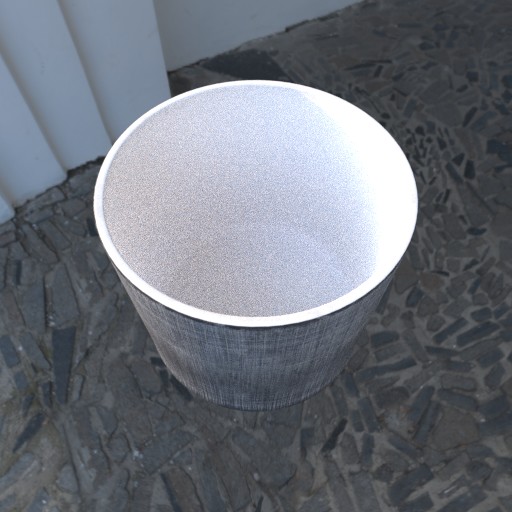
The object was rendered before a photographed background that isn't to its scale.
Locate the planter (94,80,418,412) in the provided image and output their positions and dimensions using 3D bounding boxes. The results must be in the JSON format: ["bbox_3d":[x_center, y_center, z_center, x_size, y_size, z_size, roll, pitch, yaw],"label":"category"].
[{"bbox_3d":[0.000,0.000,0.313,0.178,0.157,0.178,0,57,0],"label":"planter"}]
